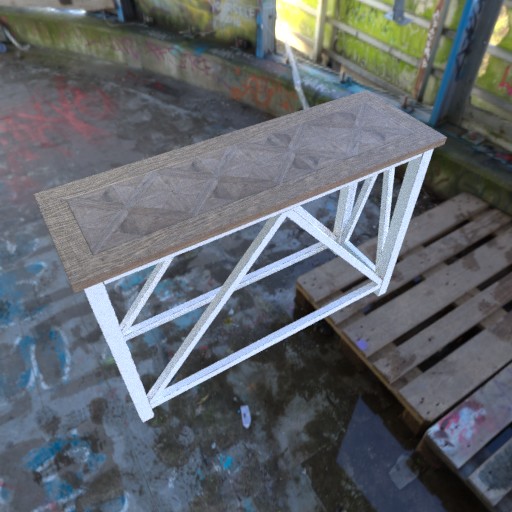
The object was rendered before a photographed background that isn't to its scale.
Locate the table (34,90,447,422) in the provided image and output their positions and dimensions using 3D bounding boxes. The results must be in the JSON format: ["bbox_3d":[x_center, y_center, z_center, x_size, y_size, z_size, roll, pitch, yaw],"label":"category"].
[{"bbox_3d":[0.000,0.000,1.877,1.400,0.930,0.450,-24,51,-21],"label":"table"}]
